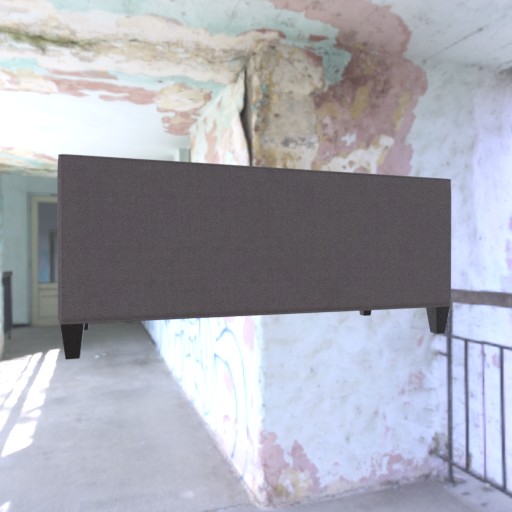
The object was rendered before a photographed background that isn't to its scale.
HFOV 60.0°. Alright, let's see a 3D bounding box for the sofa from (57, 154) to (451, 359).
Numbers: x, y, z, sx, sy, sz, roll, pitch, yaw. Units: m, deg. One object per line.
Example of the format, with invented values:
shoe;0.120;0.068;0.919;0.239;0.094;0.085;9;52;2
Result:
sofa;0.000;0.000;2.256;1.778;0.762;0.775;0;0;-18
